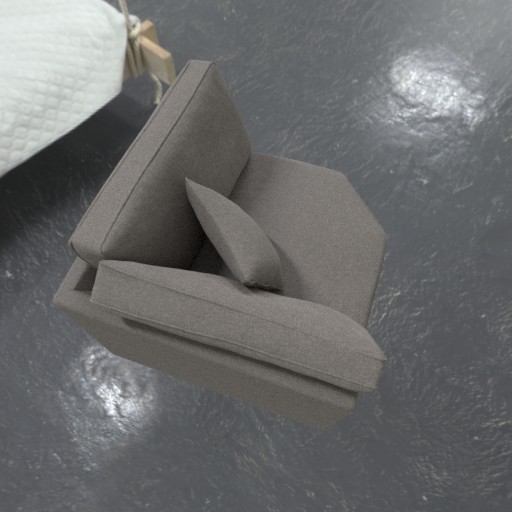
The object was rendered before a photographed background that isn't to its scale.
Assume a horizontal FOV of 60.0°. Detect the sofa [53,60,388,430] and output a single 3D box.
[{"bbox_3d":[0.000,0.000,1.832,1.050,0.951,1.042,18,65,9],"label":"sofa"}]
